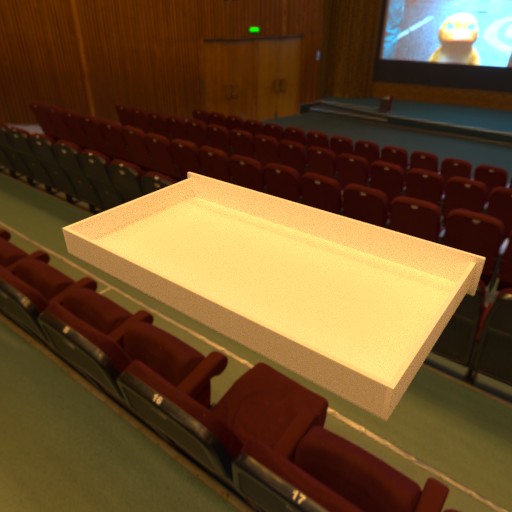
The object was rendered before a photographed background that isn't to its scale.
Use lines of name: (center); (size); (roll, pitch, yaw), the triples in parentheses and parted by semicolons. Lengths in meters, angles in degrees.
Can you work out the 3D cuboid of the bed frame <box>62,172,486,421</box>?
bed frame: (0.000, 0.000, 1.534); (1.300, 0.141, 0.670); (21, 36, 32)
